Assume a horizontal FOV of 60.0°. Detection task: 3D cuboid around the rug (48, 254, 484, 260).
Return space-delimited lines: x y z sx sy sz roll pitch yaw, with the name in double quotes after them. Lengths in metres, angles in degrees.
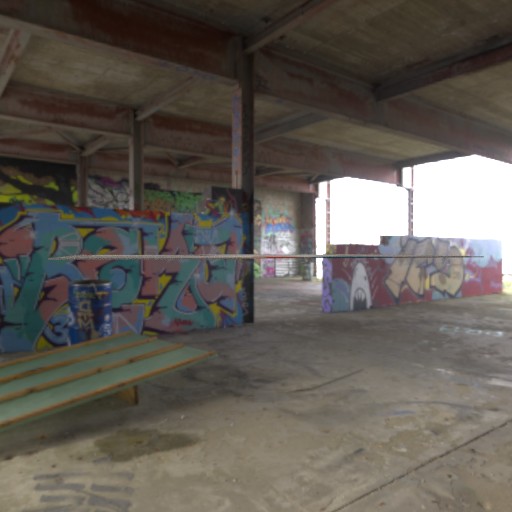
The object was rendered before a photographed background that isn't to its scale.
0.000 0.000 2.334 1.828 0.005 1.220 0 1 -17 "rug"
